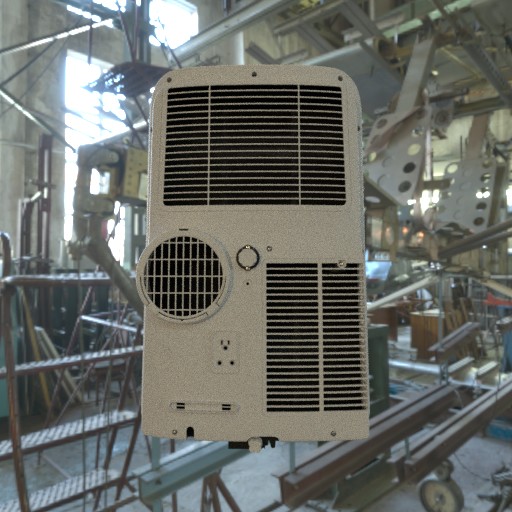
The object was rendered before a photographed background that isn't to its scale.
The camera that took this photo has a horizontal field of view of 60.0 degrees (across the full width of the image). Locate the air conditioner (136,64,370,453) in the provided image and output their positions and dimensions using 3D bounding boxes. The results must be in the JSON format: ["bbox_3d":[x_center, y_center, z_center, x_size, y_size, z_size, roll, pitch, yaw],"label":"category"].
[{"bbox_3d":[0.000,0.000,1.048,0.478,0.765,0.467,0,-1,1],"label":"air conditioner"}]
